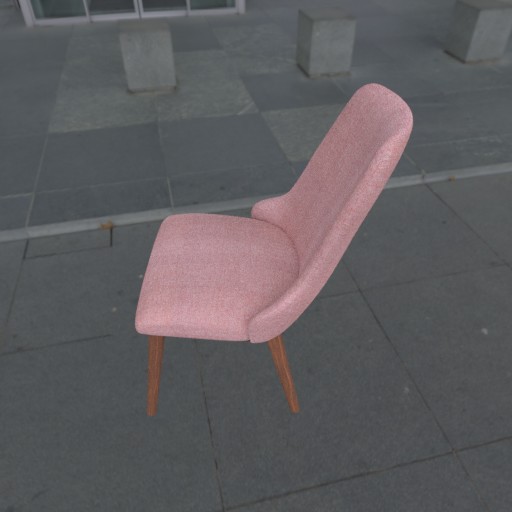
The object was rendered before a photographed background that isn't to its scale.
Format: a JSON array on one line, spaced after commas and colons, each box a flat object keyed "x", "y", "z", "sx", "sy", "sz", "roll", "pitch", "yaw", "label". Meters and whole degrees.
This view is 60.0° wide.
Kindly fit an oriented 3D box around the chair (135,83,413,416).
[{"x": 0.000, "y": 0.000, "z": 1.319, "sx": 0.707, "sy": 0.918, "sz": 0.535, "roll": 1, "pitch": 41, "yaw": 1, "label": "chair"}]
